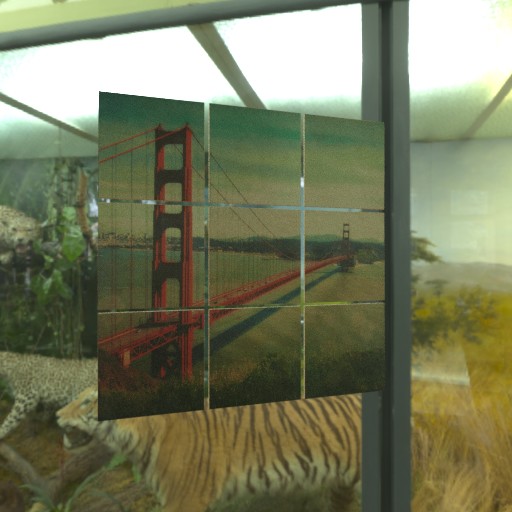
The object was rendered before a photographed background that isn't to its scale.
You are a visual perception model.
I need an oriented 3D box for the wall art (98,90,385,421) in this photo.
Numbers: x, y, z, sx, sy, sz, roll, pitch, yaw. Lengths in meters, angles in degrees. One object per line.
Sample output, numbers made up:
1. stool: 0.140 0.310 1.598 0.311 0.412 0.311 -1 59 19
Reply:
1. wall art: 0.000 0.000 2.262 1.519 1.507 0.014 0 0 -18
